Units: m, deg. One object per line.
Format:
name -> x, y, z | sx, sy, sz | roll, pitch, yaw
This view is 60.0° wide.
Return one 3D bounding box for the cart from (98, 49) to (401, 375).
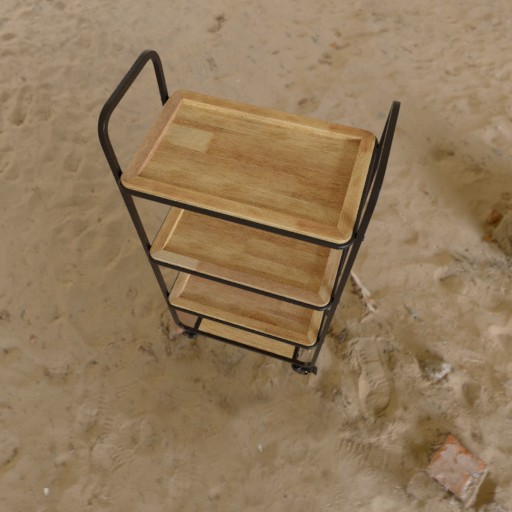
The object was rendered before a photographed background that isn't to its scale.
cart -> 0.000, 0.000, 1.281 | 0.545, 1.080, 0.321 | 15, 61, 9
